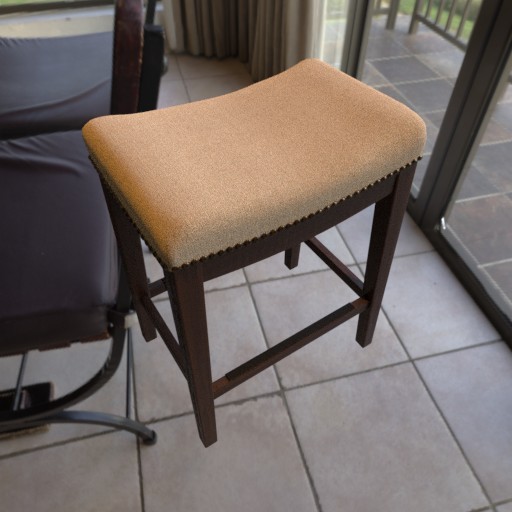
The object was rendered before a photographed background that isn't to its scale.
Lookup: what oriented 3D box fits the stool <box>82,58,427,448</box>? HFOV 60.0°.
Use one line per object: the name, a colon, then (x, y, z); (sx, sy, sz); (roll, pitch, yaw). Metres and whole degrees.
stool: (0.000, 0.000, 0.963); (0.509, 0.669, 0.363); (-25, 52, -22)
